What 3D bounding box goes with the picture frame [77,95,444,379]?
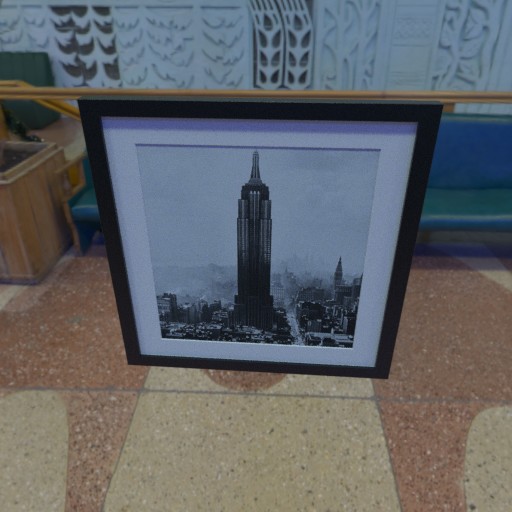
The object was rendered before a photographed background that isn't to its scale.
[{"bbox_3d":[0.000,0.000,0.824,0.559,0.557,0.029,2,30,4],"label":"picture frame"}]
